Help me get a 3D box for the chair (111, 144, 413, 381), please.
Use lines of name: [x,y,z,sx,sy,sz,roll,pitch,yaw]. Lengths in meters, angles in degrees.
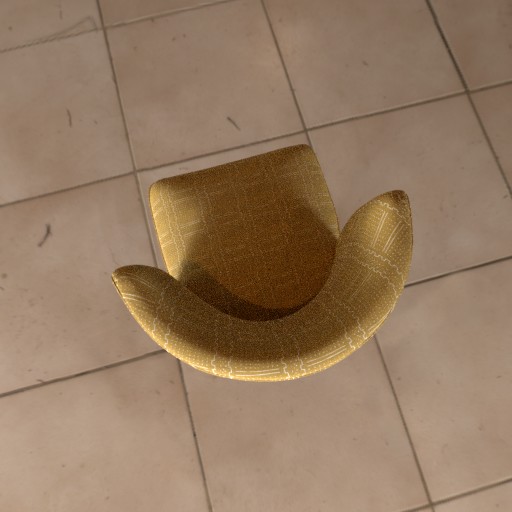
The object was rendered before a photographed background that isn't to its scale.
chair: [0.000,0.000,1.407,0.706,0.866,0.758,-16,76,-4]
